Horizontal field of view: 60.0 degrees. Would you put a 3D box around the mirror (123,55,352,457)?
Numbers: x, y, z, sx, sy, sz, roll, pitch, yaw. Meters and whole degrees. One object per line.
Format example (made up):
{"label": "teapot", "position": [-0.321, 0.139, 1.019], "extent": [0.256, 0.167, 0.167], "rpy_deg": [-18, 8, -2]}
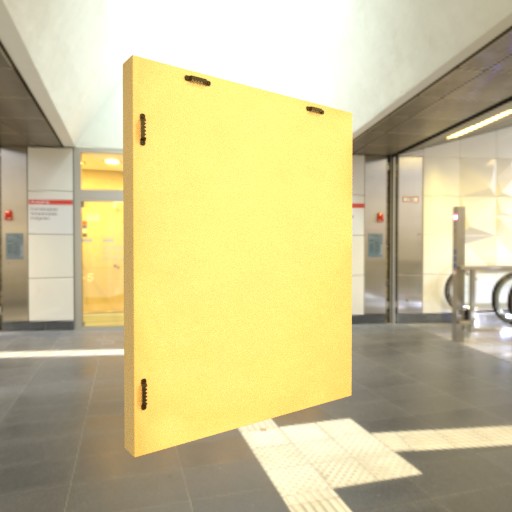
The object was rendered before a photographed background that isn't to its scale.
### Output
{"label": "mirror", "position": [0.000, 0.000, 0.691], "extent": [0.406, 0.509, 0.041], "rpy_deg": [-1, 1, -36]}
